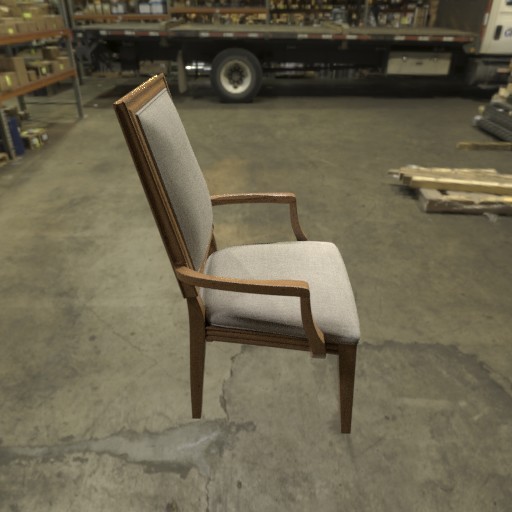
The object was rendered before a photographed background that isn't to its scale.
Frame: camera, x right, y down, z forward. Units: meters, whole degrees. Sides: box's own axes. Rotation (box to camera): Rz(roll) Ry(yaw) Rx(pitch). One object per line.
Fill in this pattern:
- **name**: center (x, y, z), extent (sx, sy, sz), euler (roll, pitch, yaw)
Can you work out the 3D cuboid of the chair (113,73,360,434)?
- **chair**: center (0.000, 0.000, 1.359), extent (0.602, 0.990, 0.606), euler (1, 30, 1)
